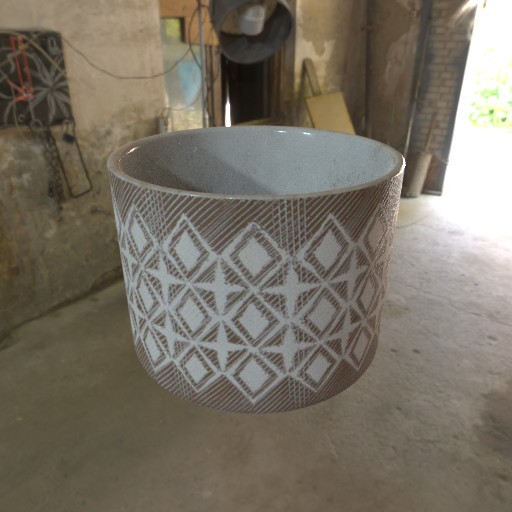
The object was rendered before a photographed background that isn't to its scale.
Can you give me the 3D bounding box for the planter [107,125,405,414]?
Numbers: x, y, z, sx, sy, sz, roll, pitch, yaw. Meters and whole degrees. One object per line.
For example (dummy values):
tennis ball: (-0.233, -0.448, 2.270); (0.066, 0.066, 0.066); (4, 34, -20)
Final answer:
planter: (0.000, 0.000, 0.219); (0.126, 0.104, 0.126); (0, 26, 0)
